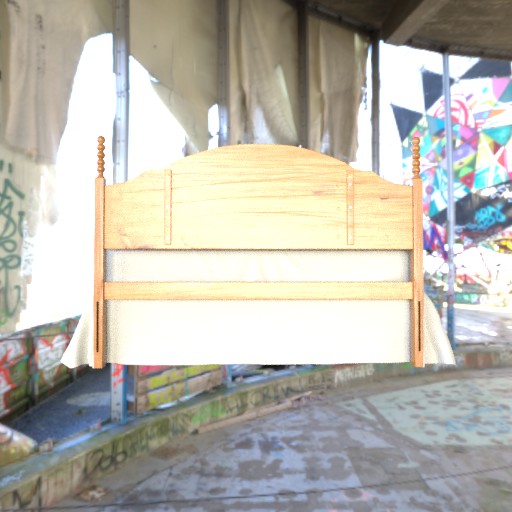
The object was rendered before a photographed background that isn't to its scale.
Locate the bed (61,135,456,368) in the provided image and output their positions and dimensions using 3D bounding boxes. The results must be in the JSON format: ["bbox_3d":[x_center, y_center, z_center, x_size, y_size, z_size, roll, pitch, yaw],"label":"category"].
[{"bbox_3d":[0.000,0.000,3.668,2.322,1.355,2.219,0,-2,-1],"label":"bed"}]
